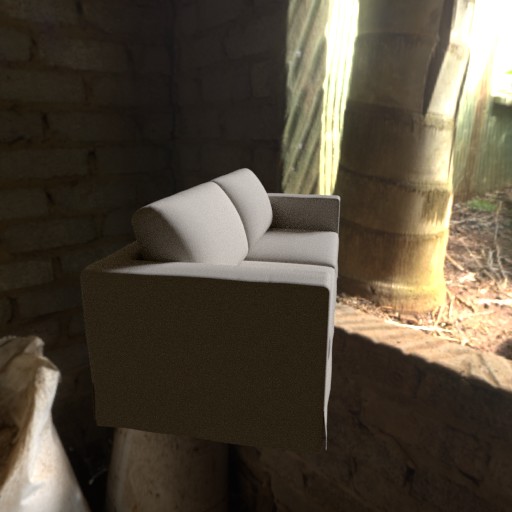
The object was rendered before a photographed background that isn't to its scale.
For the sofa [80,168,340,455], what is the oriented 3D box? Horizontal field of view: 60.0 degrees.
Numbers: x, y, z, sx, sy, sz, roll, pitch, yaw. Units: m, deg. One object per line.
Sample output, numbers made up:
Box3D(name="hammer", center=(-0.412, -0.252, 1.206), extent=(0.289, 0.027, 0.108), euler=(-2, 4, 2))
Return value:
Box3D(name="sofa", center=(0.000, 0.000, 2.624), extent=(0.954, 0.881, 2.163), euler=(3, 16, 11))
